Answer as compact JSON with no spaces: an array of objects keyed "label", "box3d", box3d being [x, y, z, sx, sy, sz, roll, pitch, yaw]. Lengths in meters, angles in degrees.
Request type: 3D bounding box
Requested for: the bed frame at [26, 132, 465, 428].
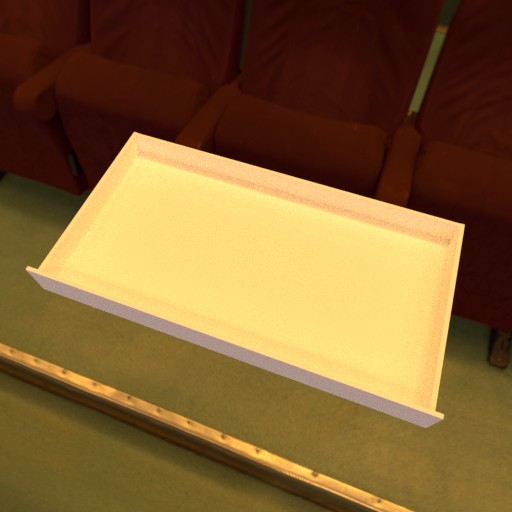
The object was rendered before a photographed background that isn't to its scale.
[{"label":"bed frame","box3d":[0.000,0.000,1.498,1.300,0.141,0.670,18,61,10]}]
